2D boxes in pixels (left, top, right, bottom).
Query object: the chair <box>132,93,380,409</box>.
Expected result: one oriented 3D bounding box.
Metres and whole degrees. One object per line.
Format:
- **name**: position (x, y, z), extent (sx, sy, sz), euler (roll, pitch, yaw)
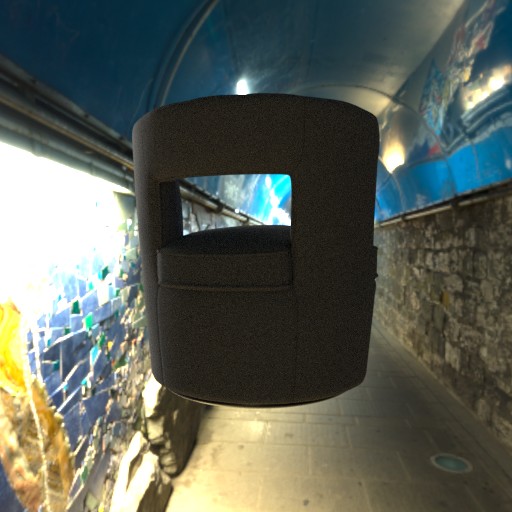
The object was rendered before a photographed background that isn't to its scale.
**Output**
- **chair**: position (0.000, 0.000, 1.280), extent (0.689, 0.719, 0.660), euler (0, 1, 19)
